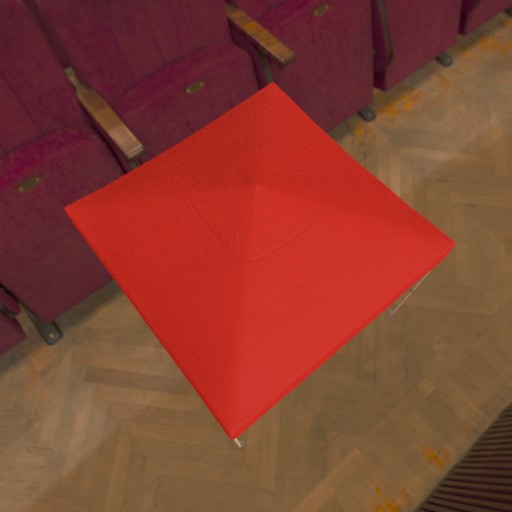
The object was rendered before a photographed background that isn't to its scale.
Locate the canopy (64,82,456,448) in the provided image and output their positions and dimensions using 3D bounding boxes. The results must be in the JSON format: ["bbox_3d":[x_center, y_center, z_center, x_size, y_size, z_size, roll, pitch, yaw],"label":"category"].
[{"bbox_3d":[0.000,0.000,5.381,2.998,2.997,2.996,-36,70,-16],"label":"canopy"}]
